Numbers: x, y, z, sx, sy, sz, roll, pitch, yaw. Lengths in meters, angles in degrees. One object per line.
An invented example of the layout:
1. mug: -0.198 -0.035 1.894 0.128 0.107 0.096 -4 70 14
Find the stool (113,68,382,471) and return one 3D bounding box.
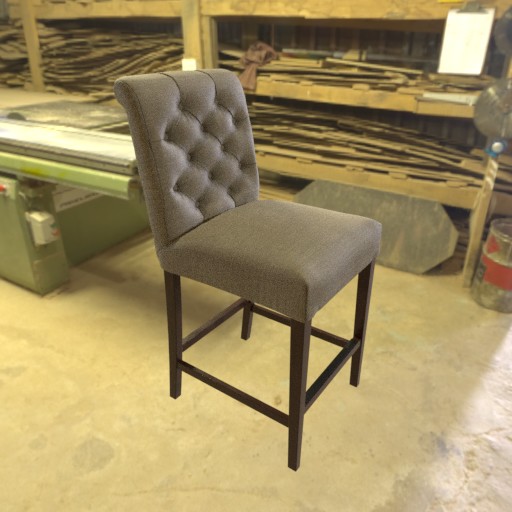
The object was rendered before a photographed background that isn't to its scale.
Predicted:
1. stool: 0.000 0.000 1.428 0.660 1.084 0.486 17 31 31
